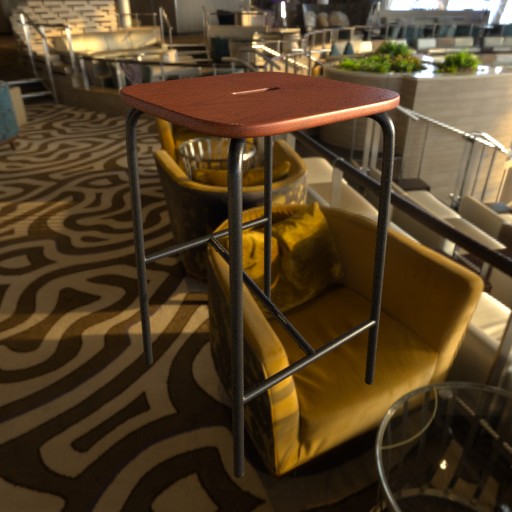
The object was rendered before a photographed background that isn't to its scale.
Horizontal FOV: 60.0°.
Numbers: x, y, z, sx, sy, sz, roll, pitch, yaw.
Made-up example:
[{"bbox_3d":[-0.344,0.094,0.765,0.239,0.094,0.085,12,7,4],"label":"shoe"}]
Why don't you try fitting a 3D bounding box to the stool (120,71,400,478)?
[{"bbox_3d":[0.000,0.000,0.860,0.376,0.610,0.376,-21,36,-32],"label":"stool"}]
